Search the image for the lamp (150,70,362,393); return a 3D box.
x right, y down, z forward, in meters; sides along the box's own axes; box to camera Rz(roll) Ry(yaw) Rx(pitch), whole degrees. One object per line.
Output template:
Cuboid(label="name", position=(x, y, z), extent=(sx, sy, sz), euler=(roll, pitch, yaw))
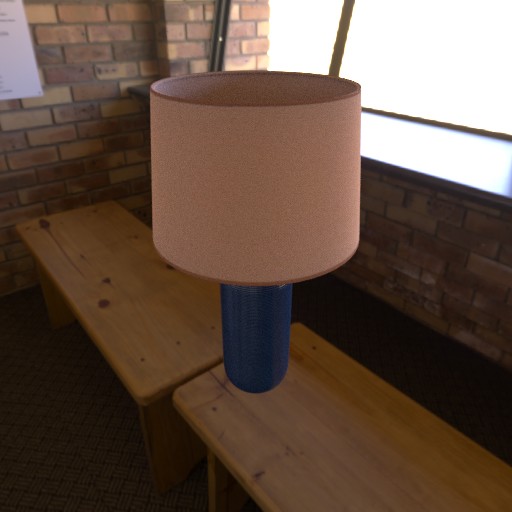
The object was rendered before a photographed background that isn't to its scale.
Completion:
Cuboid(label="lamp", position=(0.000, 0.000, 0.831), extent=(0.367, 0.609, 0.367), euler=(0, 29, 0))
